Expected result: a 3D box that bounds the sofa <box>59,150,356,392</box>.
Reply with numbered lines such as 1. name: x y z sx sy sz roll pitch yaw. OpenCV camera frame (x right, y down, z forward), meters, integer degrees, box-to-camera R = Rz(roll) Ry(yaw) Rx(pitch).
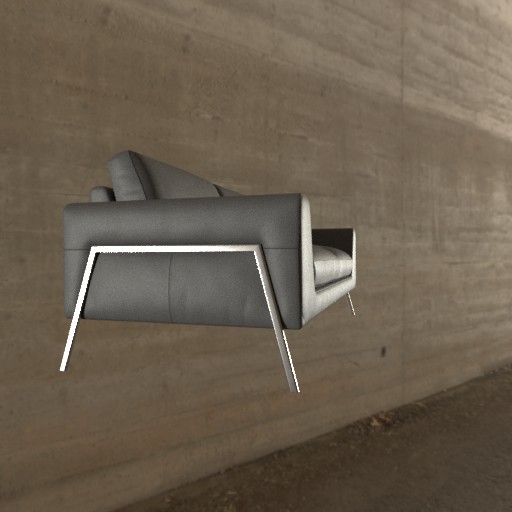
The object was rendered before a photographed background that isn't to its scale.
1. sofa: 0.000 0.000 2.505 0.953 0.875 2.017 0 0 18
